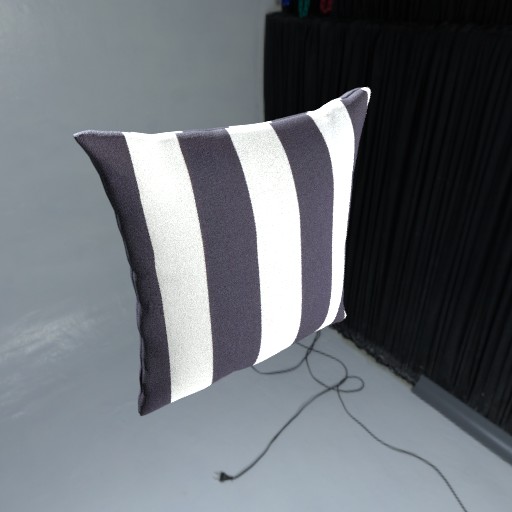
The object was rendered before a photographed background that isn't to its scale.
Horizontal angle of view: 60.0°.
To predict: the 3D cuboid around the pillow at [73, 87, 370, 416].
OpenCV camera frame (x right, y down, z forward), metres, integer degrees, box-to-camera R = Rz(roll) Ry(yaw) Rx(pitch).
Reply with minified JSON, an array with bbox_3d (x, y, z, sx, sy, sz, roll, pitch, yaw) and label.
[{"bbox_3d":[0.000,0.000,0.799,0.536,0.526,0.189,-20,36,-31],"label":"pillow"}]
